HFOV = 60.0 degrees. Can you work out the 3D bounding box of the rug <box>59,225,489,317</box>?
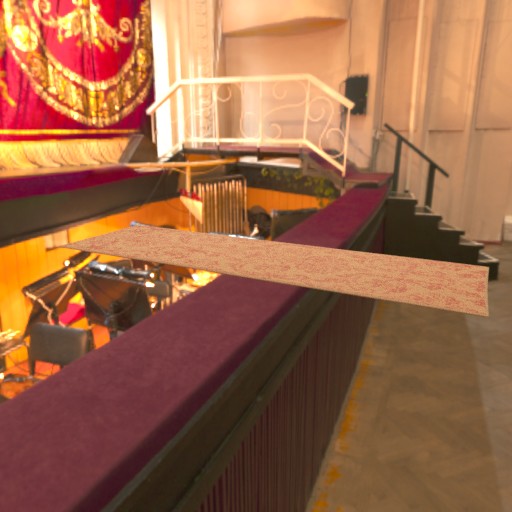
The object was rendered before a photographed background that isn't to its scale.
[{"bbox_3d":[0.000,0.000,2.340,2.196,0.011,0.662,8,18,26],"label":"rug"}]
